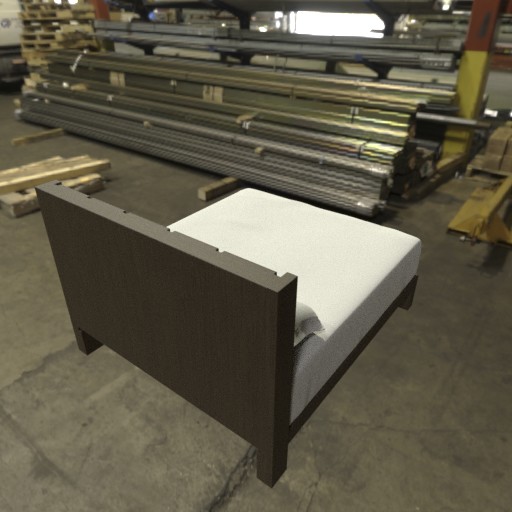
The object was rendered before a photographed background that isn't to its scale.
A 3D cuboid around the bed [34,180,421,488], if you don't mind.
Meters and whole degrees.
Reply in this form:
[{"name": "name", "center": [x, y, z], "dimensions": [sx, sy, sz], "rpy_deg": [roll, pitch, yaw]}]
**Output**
[{"name": "bed", "center": [0.000, 0.000, 3.124], "dimensions": [1.735, 1.261, 1.992], "rpy_deg": [22, 37, 31]}]
